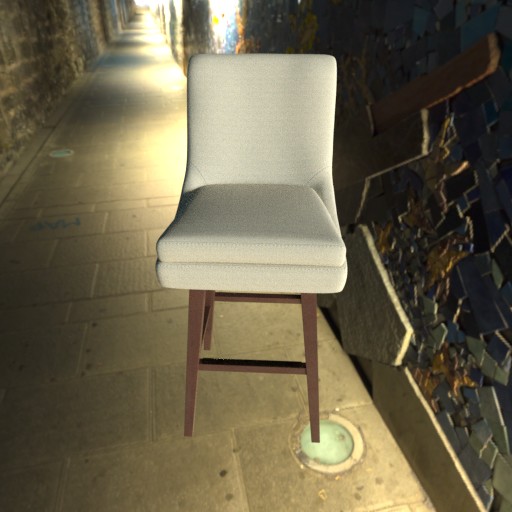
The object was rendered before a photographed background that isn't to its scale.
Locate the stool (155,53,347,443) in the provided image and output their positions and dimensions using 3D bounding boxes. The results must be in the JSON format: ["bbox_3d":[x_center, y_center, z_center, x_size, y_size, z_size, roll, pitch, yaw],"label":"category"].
[{"bbox_3d":[0.000,0.000,1.368,0.483,1.093,0.559,2,30,3],"label":"stool"}]
